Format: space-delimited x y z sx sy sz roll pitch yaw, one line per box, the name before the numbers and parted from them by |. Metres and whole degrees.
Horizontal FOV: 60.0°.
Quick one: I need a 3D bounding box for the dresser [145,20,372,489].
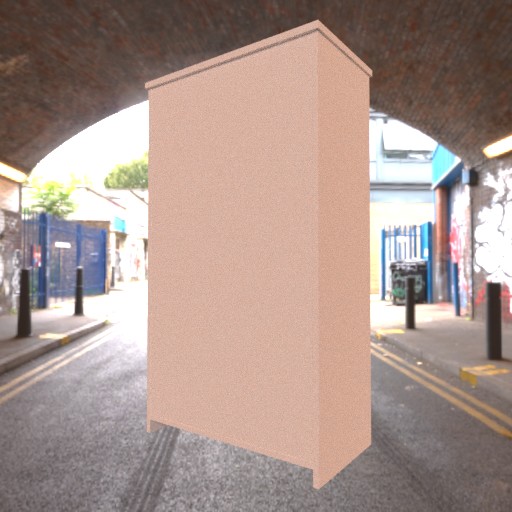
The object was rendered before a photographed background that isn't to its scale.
dresser | 0.000 0.000 1.546 0.704 1.255 0.399 -1 -1 36
